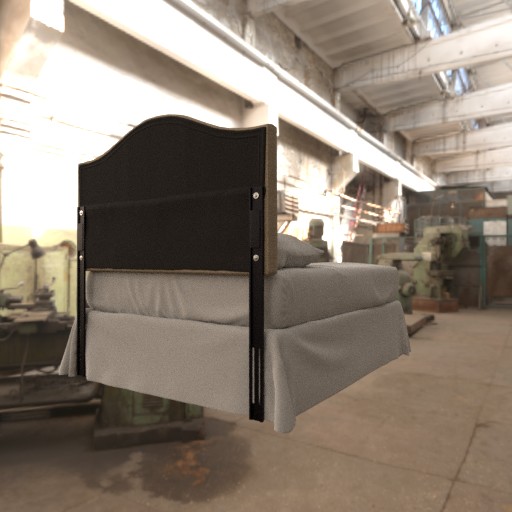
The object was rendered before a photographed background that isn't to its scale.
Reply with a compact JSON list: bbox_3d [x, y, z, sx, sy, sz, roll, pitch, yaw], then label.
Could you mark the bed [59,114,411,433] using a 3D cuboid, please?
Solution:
[{"bbox_3d":[0.000,0.000,3.439,1.876,1.645,2.221,0,0,35],"label":"bed"}]
